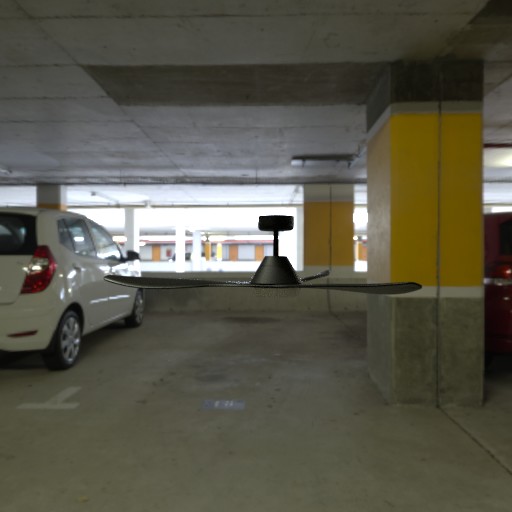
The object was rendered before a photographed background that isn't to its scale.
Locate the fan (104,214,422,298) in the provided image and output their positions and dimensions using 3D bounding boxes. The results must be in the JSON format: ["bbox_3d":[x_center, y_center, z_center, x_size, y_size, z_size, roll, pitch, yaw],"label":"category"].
[{"bbox_3d":[0.000,0.000,1.615,1.067,0.305,1.067,0,0,-17],"label":"fan"}]
